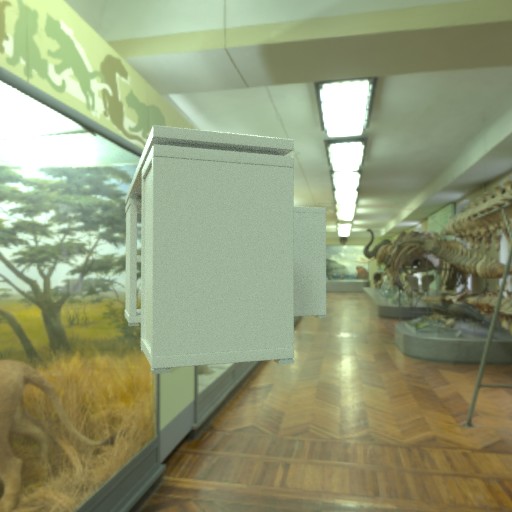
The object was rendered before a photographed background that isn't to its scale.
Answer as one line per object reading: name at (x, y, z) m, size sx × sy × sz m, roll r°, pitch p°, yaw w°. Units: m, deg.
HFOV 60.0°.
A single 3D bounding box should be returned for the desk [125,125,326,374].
desk at (0.000, 0.000, 2.254) m, size 1.200 × 0.753 × 1.524 m, roll 0°, pitch -1°, yaw -19°
